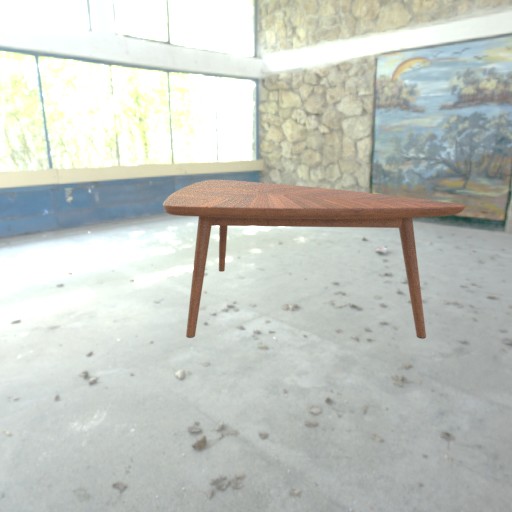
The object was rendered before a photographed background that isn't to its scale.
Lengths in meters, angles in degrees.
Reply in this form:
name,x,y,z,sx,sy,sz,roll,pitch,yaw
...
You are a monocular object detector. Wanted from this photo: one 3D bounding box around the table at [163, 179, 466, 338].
name,x,y,z,sx,sy,sz,roll,pitch,yaw
table,0.000,0.000,1.326,0.601,0.365,1.008,-13,20,-41
